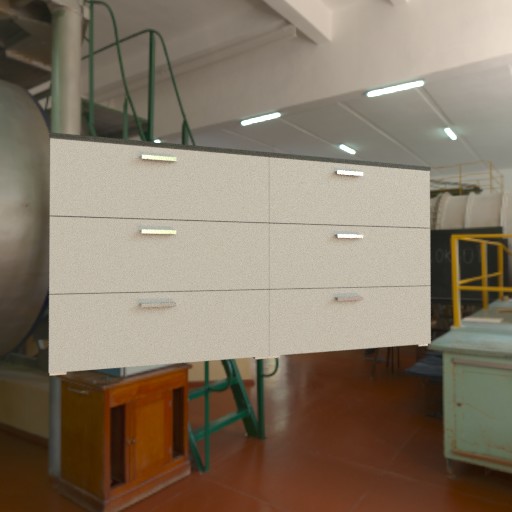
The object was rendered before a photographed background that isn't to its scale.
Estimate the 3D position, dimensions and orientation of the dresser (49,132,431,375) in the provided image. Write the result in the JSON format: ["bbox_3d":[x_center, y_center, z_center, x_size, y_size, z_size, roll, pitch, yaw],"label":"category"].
[{"bbox_3d":[0.000,0.000,1.833,1.535,0.790,0.333,0,-1,-20],"label":"dresser"}]
